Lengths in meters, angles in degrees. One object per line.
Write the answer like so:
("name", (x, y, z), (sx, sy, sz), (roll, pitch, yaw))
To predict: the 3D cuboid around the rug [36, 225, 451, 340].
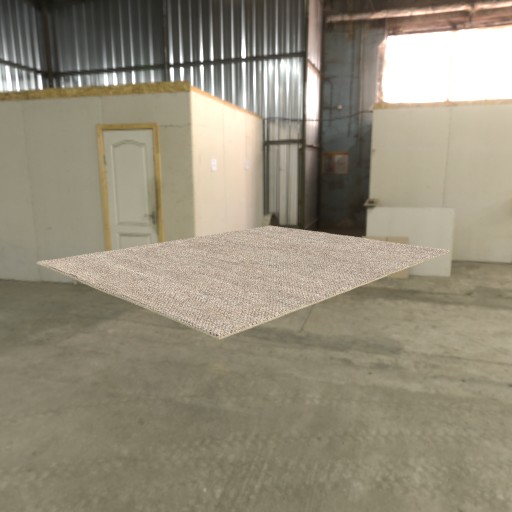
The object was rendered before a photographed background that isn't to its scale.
("rug", (0.000, 0.000, 4.134), (2.429, 0.030, 3.052), (12, 17, 43))
